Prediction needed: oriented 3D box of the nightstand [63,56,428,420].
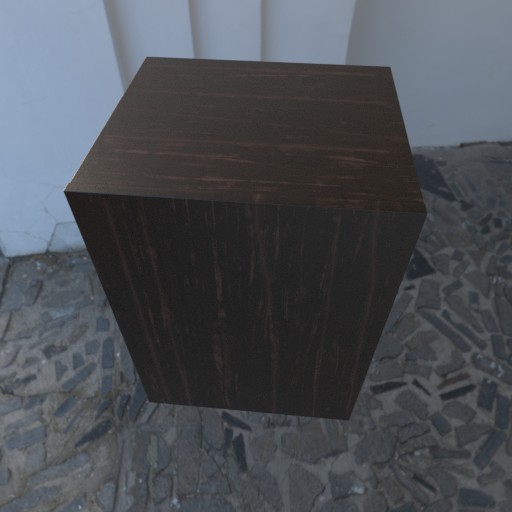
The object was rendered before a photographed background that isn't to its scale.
[{"bbox_3d":[0.000,0.000,0.808,0.400,0.559,0.356,4,48,4],"label":"nightstand"}]
